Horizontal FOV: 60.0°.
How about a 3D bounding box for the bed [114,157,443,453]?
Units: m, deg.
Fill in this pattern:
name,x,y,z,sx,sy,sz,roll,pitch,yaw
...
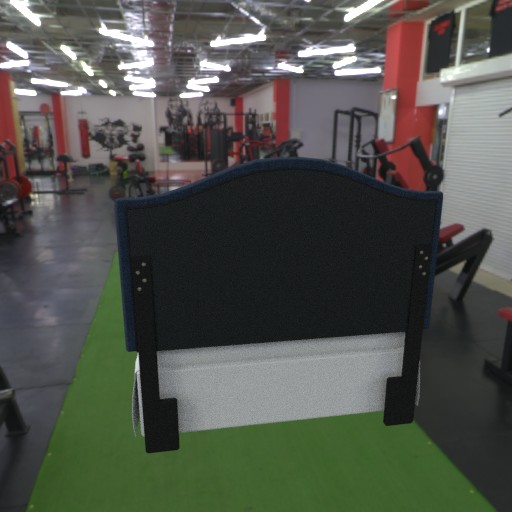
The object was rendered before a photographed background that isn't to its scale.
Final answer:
name,x,y,z,sx,sy,sz,roll,pitch,yaw
bed,0.000,0.000,3.287,1.725,1.518,2.153,-3,15,-10
